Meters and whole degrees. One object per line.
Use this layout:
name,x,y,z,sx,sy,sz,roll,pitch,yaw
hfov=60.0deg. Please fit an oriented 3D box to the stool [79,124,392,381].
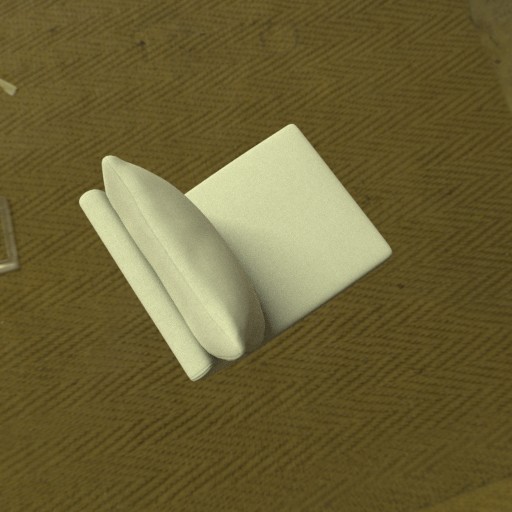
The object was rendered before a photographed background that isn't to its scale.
stool,0.000,0.000,1.296,0.572,1.032,0.463,-34,79,-7
